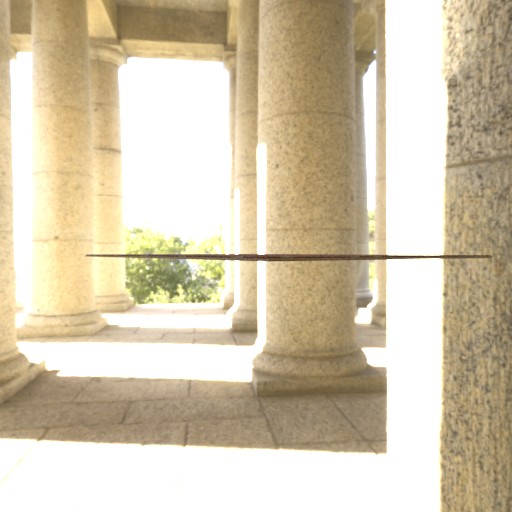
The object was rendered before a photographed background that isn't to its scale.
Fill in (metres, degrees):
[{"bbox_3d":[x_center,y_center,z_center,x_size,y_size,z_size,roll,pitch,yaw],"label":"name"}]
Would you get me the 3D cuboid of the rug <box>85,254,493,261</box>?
[{"bbox_3d":[0.000,0.000,2.900,1.555,0.016,2.286,0,1,-36],"label":"rug"}]
